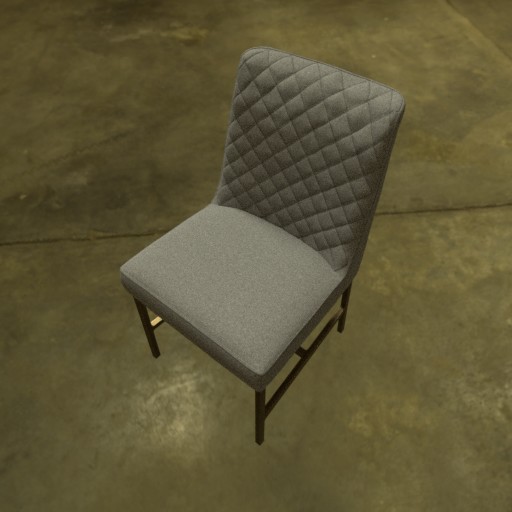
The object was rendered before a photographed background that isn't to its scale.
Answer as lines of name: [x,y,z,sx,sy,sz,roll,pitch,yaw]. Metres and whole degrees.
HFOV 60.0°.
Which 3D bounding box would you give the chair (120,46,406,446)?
chair: [0.000,0.000,1.243,0.508,0.889,0.587,31,54,26]
